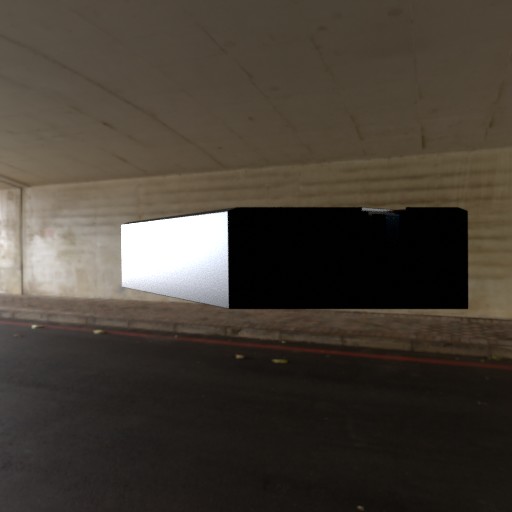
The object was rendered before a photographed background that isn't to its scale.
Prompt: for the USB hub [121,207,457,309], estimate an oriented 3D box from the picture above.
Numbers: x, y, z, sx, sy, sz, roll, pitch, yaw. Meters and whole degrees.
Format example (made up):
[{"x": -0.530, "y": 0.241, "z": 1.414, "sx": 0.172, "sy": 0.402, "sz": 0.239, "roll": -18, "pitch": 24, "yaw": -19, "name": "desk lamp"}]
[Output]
[{"x": 0.000, "y": 0.000, "z": 0.129, "sx": 0.044, "sy": 0.023, "sz": 0.110, "roll": -1, "pitch": 1, "yaw": -36, "name": "USB hub"}]
